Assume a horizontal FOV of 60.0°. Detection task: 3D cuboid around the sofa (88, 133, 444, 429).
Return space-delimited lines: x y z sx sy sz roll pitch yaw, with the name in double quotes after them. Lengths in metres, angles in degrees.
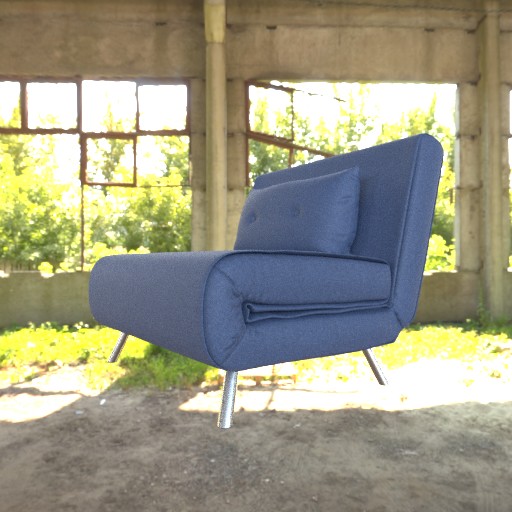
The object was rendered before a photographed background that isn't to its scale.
0.000 0.000 1.701 0.996 0.860 0.999 0 -1 -36 "sofa"
